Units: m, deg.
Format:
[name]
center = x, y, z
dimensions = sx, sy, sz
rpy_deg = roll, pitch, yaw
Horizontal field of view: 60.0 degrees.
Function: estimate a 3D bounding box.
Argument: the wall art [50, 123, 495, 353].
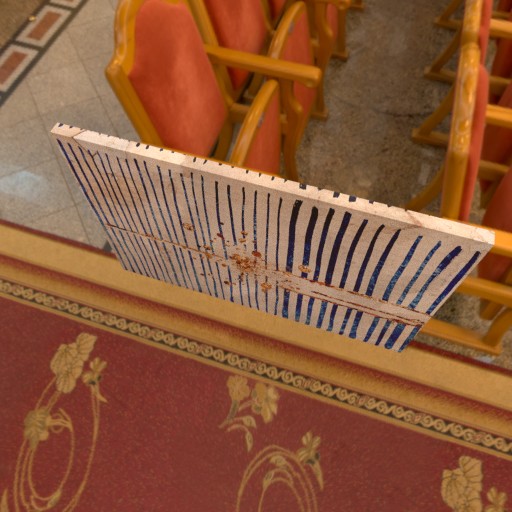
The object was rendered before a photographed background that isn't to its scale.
[wall art]
center = 0.000, 0.000, 1.145
dimensions = 0.919, 0.609, 0.030
rpy_deg = 16, 61, 9
